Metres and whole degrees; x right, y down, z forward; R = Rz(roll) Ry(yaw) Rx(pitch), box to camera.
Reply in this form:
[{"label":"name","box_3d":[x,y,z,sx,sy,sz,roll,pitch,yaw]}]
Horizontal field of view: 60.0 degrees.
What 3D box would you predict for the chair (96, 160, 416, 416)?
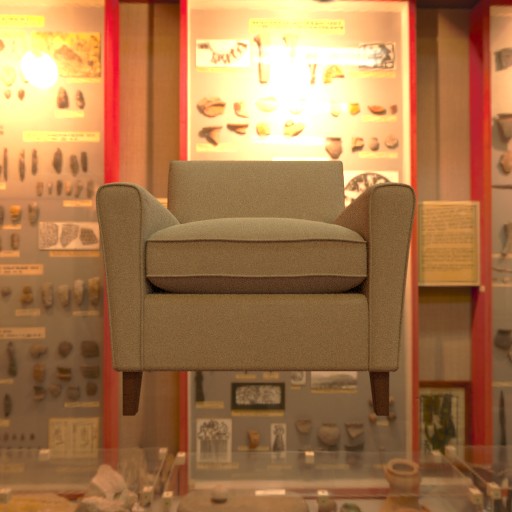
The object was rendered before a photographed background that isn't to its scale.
[{"label":"chair","box_3d":[0.000,0.000,1.575,0.840,0.846,0.871,0,0,0]}]
